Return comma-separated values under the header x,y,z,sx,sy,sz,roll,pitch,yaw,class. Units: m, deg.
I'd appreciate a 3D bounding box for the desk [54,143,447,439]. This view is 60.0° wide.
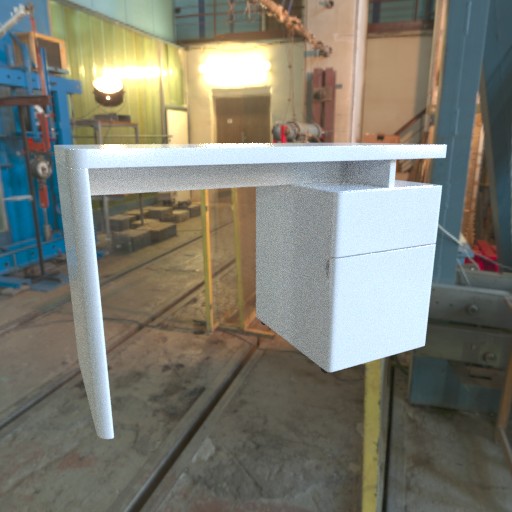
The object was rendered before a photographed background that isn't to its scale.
x,y,z,sx,sy,sz,roll,pitch,yaw,class
0.000,0.000,1.561,1.200,0.760,0.550,-8,17,-26,desk
